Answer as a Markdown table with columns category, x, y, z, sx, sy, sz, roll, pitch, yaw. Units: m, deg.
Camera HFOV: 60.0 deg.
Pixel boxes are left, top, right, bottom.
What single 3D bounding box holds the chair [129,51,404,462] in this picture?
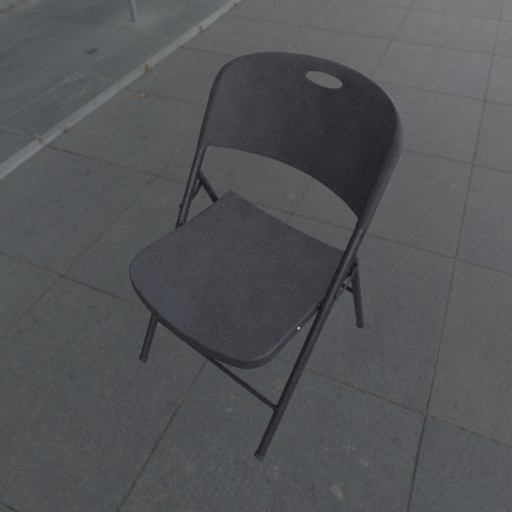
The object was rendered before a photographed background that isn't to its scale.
| category | x | y | z | sx | sy | sz | roll | pitch | yaw |
| --- | --- | --- | --- | --- | --- | --- | --- | --- | --- |
| chair | 0.000 | 0.000 | 1.129 | 0.494 | 0.810 | 0.567 | 31 | 54 | 25 |
